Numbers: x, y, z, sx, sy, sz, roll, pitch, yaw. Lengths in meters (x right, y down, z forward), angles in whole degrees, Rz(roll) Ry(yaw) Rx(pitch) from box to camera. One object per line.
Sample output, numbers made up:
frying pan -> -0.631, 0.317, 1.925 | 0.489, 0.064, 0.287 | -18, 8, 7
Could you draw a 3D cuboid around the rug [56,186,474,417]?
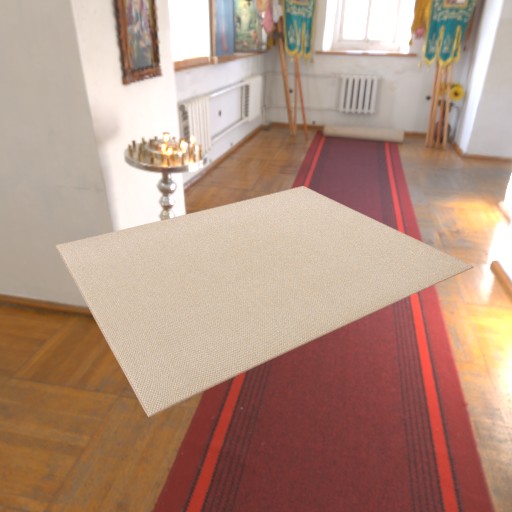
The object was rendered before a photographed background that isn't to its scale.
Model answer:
rug -> 0.000, 0.000, 4.107 | 3.039, 0.018, 2.462 | -18, 34, -28
